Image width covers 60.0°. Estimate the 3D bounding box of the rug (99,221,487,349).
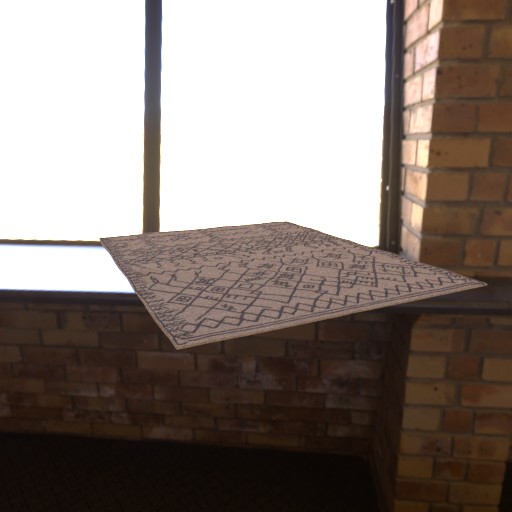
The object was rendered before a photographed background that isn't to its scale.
[{"bbox_3d":[0.000,0.000,3.331,1.964,0.025,2.455,-7,16,-25],"label":"rug"}]
